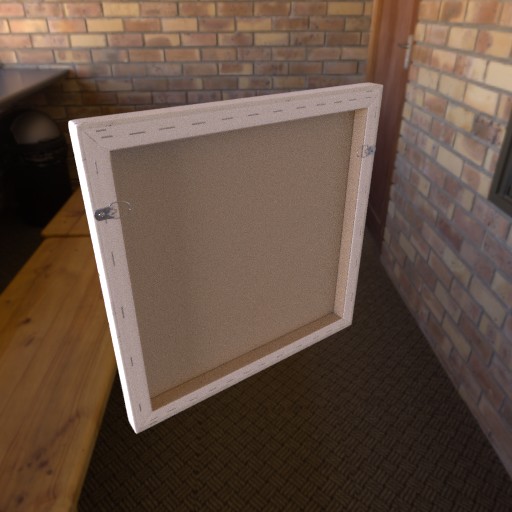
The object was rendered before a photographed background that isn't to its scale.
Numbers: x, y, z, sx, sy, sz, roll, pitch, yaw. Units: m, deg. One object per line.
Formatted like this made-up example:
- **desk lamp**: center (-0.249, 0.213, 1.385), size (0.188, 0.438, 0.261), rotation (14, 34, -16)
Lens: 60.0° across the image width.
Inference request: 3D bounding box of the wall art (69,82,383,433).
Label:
- **wall art**: center (0.000, 0.000, 0.901), size (0.610, 0.611, 0.040), rotation (-19, 35, -30)
